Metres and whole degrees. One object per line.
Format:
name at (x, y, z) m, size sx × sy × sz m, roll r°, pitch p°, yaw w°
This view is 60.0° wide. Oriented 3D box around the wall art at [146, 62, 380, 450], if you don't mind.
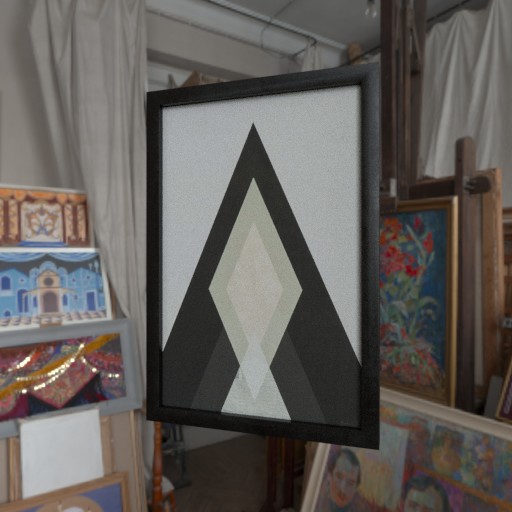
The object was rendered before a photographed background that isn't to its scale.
wall art at (0.000, 0.000, 0.582) m, size 0.313 × 0.457 × 0.031 m, roll 0°, pitch 0°, yaw 18°
